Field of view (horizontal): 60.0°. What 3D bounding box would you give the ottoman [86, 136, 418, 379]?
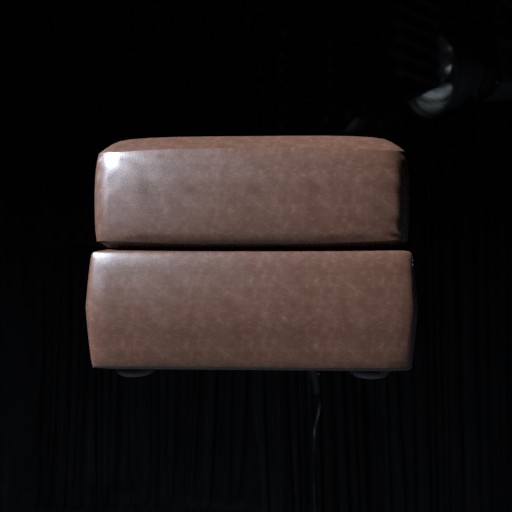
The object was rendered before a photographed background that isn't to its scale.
[{"bbox_3d":[0.000,0.000,1.153,0.603,0.476,0.751,0,0,2],"label":"ottoman"}]
